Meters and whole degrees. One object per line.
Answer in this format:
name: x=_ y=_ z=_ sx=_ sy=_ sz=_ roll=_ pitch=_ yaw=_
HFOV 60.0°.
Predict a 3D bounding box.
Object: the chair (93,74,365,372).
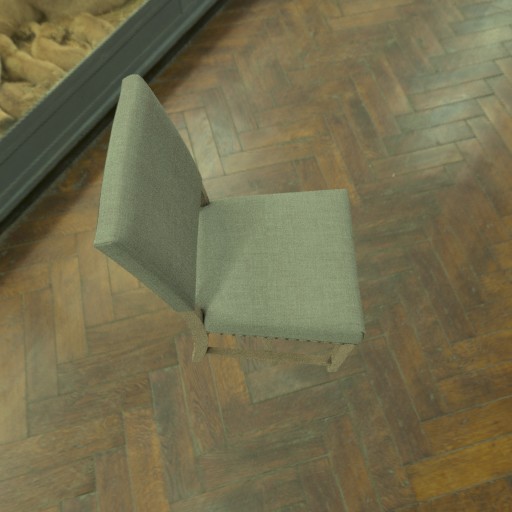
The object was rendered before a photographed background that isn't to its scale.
chair: x=0.000 y=0.000 z=1.341 sx=0.622 sy=0.986 sz=0.508 roll=0 pitch=64 yaw=0
